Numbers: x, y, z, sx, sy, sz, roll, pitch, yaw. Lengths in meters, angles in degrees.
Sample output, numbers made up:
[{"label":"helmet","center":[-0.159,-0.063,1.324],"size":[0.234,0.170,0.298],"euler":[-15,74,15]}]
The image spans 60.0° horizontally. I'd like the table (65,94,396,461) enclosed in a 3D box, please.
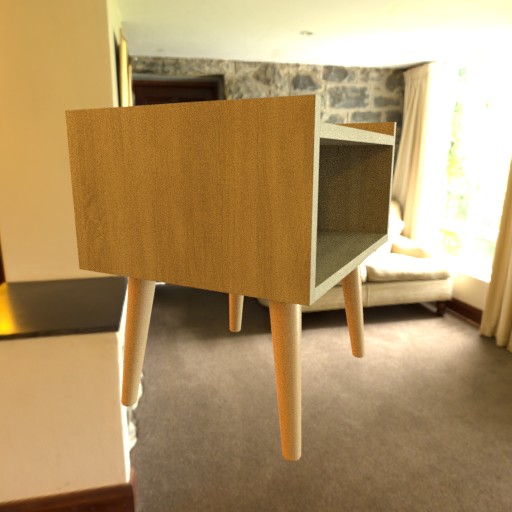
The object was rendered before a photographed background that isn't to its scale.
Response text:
[{"label":"table","center":[0.000,0.000,0.785],"size":[0.370,0.470,0.450],"euler":[7,14,27]}]
